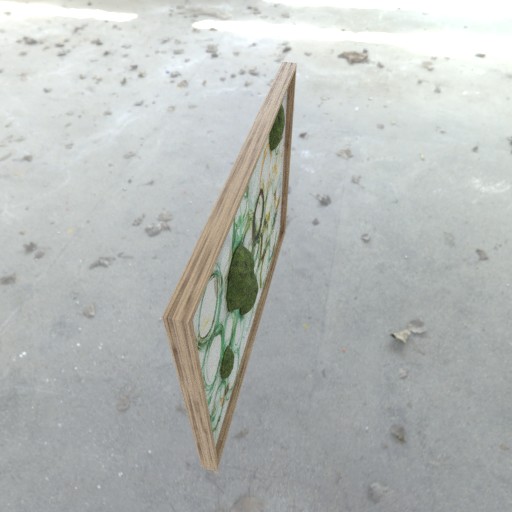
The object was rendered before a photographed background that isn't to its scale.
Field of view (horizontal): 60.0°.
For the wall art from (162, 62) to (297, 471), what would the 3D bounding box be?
[{"bbox_3d":[0.000,0.000,1.104,0.063,0.609,0.841,10,48,9],"label":"wall art"}]
